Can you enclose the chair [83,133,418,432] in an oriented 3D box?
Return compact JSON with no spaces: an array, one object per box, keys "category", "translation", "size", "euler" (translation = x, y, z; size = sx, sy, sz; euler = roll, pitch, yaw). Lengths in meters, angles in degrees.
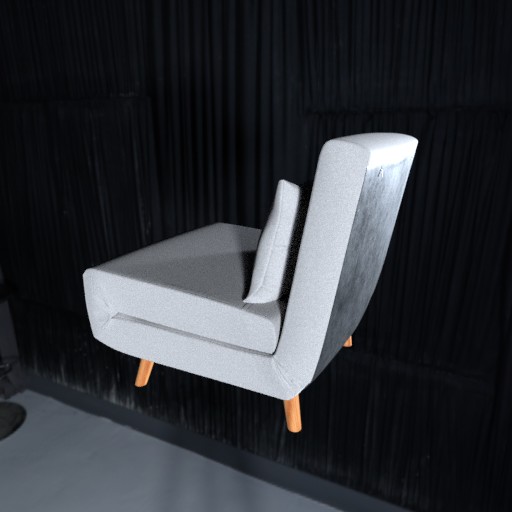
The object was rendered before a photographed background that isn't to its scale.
[{"category":"chair","translation":[0.000,0.000,1.502],"size":[0.902,0.808,0.770],"euler":[8,18,25]}]
